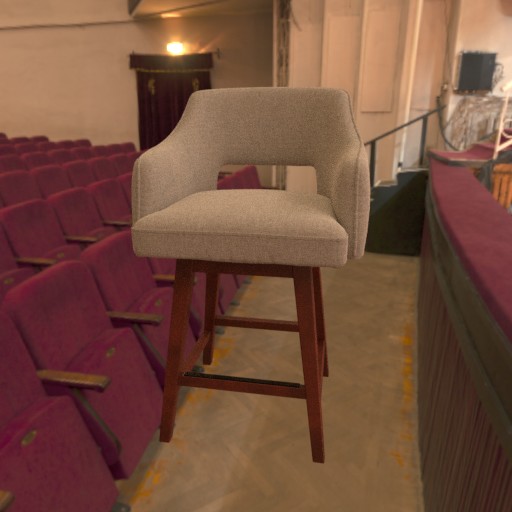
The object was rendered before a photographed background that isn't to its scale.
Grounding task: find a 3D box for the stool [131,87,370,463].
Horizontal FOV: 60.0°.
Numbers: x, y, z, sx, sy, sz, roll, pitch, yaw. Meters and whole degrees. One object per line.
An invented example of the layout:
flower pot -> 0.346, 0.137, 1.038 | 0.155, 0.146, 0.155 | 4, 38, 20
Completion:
stool -> 0.000, 0.000, 1.277 | 0.599, 0.944, 0.558 | 3, 17, 10
